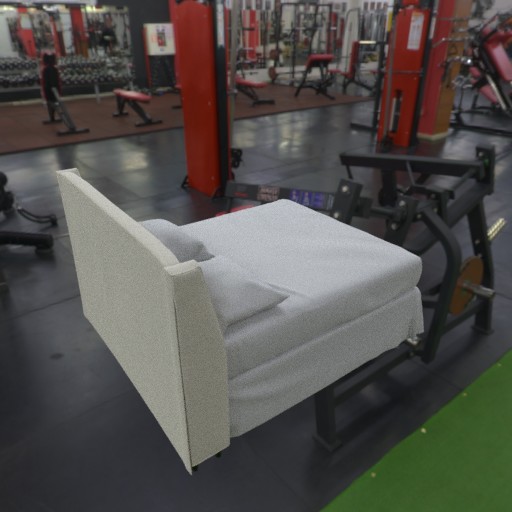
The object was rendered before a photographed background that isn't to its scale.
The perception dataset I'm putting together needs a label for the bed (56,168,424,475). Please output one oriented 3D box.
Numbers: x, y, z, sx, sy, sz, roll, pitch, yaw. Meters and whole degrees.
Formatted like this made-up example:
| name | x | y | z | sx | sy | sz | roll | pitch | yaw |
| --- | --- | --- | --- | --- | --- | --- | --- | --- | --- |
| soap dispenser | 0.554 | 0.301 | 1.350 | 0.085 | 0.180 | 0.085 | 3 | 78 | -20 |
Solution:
| name | x | y | z | sx | sy | sz | roll | pitch | yaw |
| --- | --- | --- | --- | --- | --- | --- | --- | --- | --- |
| bed | 0.000 | 0.000 | 3.430 | 2.276 | 1.332 | 1.925 | -18 | 32 | -31 |
